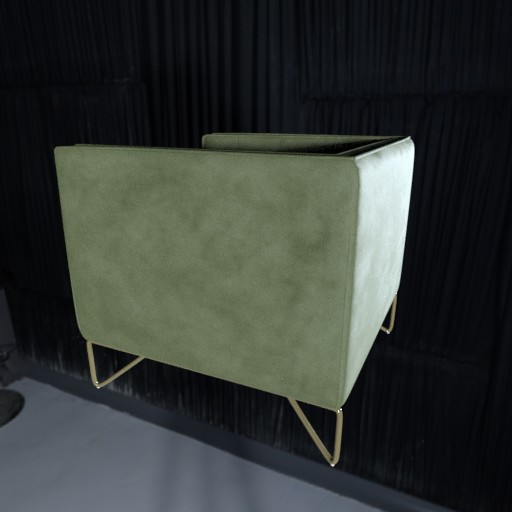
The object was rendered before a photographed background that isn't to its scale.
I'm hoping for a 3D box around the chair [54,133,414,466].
[{"bbox_3d":[0.000,0.000,1.546,0.894,0.790,0.880,9,20,24],"label":"chair"}]
